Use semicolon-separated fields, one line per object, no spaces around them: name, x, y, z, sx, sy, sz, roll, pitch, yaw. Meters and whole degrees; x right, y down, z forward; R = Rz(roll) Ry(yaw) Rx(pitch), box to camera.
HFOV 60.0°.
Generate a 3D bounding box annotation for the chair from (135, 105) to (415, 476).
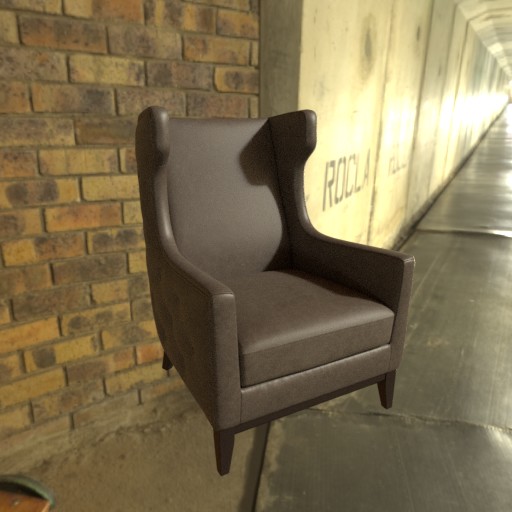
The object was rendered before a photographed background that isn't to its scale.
chair;0.000;0.000;1.684;0.769;1.079;0.899;-9;18;-28
